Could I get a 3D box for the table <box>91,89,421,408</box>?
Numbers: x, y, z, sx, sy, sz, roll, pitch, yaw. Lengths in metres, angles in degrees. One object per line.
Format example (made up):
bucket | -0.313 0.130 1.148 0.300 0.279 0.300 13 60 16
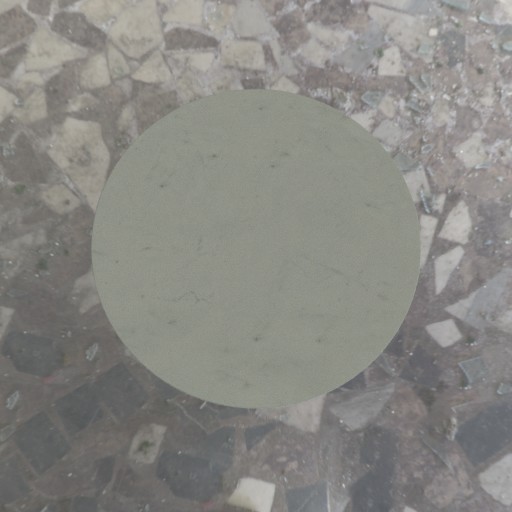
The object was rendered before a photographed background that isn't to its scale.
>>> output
table | 0.000 0.000 1.296 0.800 0.450 0.800 0 77 0
